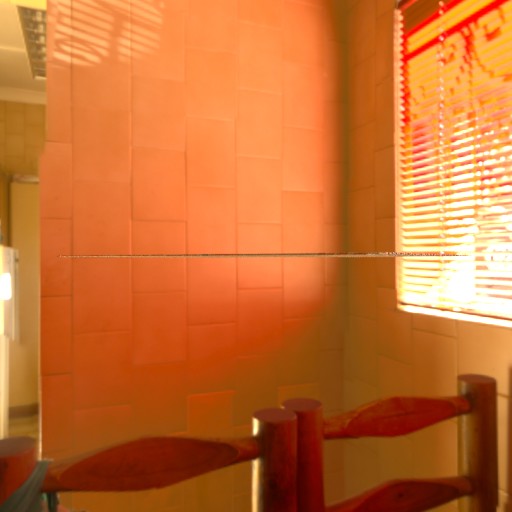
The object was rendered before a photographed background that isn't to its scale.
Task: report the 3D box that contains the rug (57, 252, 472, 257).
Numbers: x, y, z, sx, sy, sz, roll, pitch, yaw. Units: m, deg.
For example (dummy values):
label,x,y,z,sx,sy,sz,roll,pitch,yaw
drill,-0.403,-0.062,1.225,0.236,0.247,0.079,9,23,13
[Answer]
label,x,y,z,sx,sy,sz,roll,pitch,yaw
rug,0.000,0.000,3.039,2.428,0.010,1.533,0,-1,37
